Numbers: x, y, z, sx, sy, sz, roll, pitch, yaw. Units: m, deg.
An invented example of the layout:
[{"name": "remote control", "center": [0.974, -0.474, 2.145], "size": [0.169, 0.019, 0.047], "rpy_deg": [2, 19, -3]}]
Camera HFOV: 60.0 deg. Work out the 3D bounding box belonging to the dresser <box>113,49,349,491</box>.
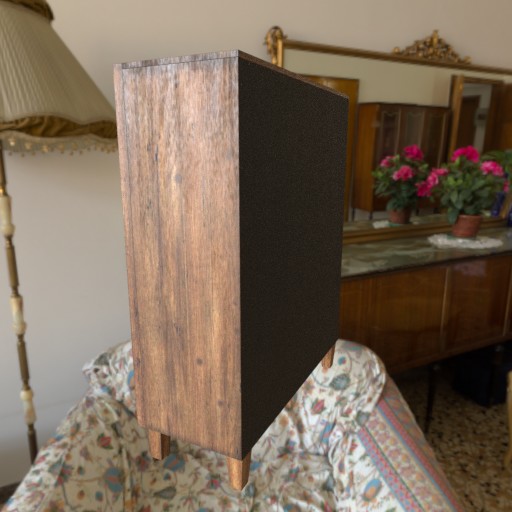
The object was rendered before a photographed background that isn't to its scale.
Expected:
[{"name": "dresser", "center": [0.000, 0.000, 1.853], "size": [0.438, 1.359, 1.067], "rpy_deg": [7, 15, 26]}]
